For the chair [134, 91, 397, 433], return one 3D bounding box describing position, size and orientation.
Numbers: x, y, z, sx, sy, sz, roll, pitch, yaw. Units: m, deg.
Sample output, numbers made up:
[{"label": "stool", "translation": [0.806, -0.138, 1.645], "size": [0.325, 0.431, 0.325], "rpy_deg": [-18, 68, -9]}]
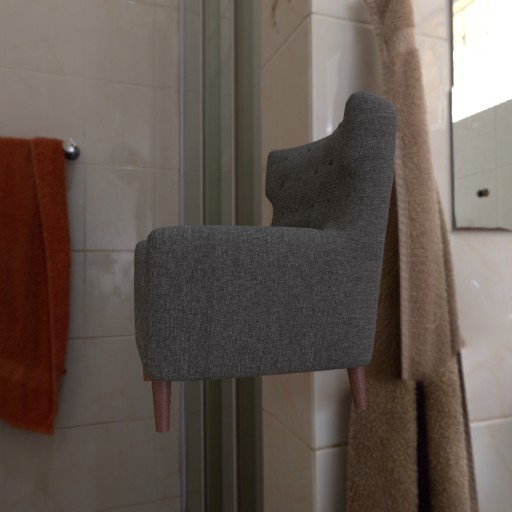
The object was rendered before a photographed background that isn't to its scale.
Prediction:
[{"label": "chair", "translation": [0.000, 0.000, 1.747], "size": [0.904, 1.063, 0.878], "rpy_deg": [0, -1, -18]}]
